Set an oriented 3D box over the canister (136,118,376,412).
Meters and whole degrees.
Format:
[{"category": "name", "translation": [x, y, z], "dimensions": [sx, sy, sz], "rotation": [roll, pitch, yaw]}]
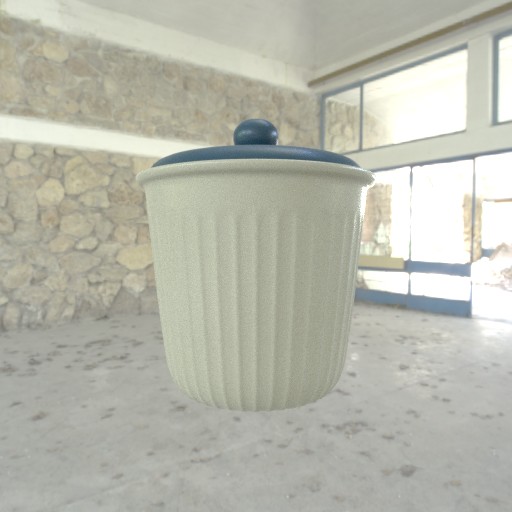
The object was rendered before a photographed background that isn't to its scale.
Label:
[{"category": "canister", "translation": [0.000, 0.000, 0.347], "dimensions": [0.181, 0.211, 0.181], "rotation": [0, 2, 0]}]
